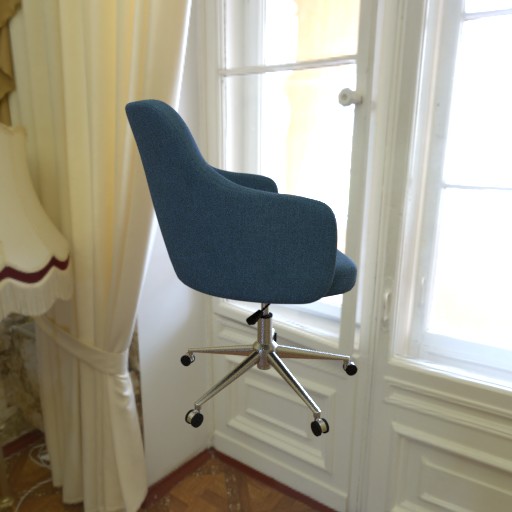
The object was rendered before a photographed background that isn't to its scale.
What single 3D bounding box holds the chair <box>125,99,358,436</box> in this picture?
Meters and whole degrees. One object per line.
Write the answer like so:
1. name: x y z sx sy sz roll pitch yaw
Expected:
1. chair: 0.000 0.000 1.262 0.655 0.820 0.599 -3 16 -10
